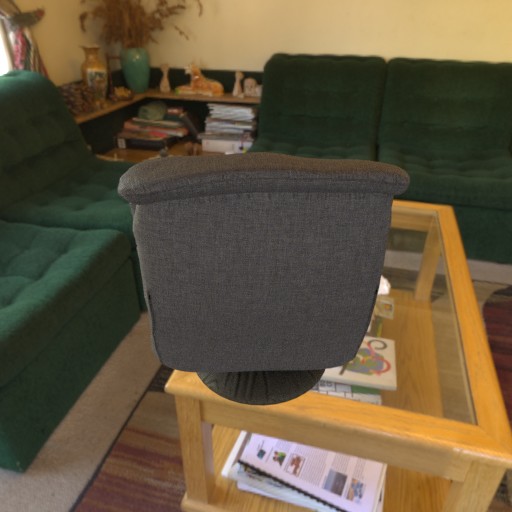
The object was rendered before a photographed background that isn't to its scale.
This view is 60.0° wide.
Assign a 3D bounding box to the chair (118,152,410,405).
[{"bbox_3d":[0.000,0.000,1.245,0.597,0.749,0.668,-1,31,-2],"label":"chair"}]
